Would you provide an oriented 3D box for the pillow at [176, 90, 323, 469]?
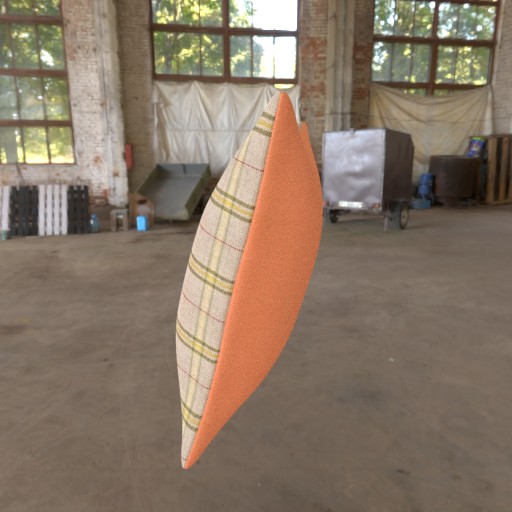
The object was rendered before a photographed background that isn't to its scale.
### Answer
[{"bbox_3d":[0.000,0.000,0.690,0.200,0.430,0.453,2,14,8],"label":"pillow"}]
